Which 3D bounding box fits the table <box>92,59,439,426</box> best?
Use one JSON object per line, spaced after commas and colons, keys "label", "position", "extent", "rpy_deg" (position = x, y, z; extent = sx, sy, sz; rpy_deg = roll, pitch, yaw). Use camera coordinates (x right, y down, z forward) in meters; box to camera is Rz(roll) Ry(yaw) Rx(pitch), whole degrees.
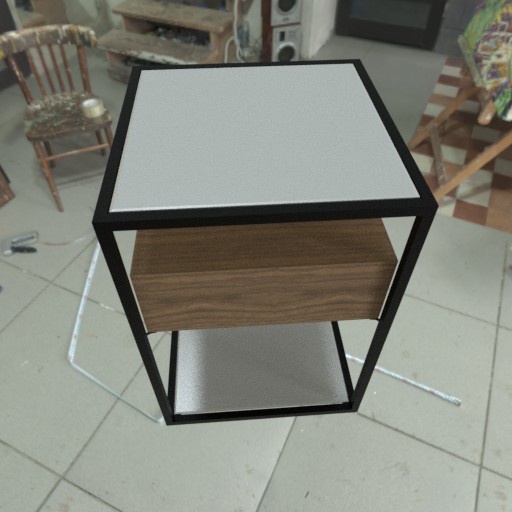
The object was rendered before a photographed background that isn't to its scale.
{"label": "table", "position": [0.000, 0.000, 0.806], "extent": [0.378, 0.540, 0.378], "rpy_deg": [-3, 47, -3]}
